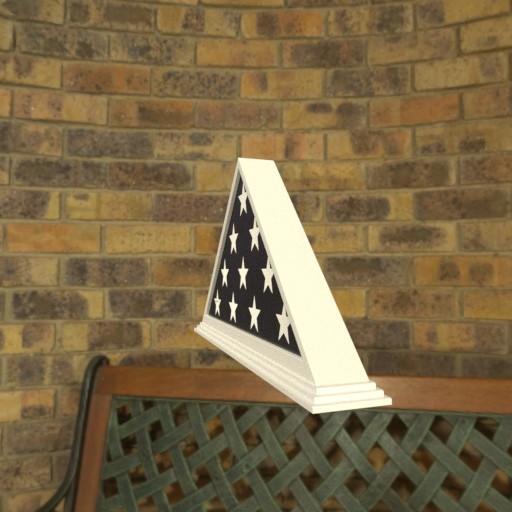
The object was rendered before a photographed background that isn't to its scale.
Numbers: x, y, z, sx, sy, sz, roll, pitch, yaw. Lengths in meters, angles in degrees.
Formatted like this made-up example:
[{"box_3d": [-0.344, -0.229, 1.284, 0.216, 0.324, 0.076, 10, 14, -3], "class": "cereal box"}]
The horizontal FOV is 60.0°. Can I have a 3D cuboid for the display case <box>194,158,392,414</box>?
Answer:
[{"box_3d": [0.000, 0.000, 0.774, 0.095, 0.340, 0.640, 1, -2, -19], "class": "display case"}]
